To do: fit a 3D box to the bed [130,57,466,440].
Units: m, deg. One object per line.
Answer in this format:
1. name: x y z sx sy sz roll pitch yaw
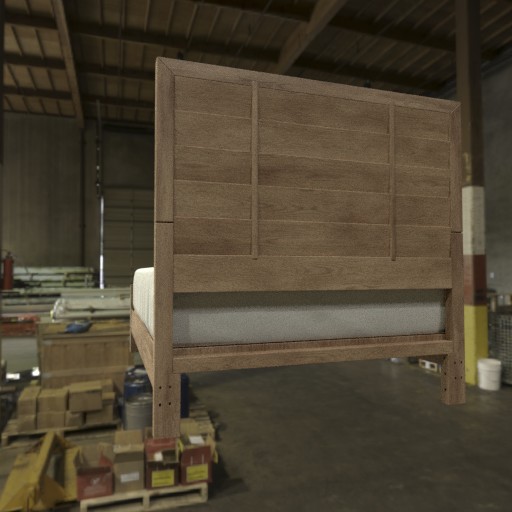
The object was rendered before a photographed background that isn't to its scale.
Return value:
1. bed: 0.000 0.000 3.169 1.626 1.626 2.197 1 -2 -18
